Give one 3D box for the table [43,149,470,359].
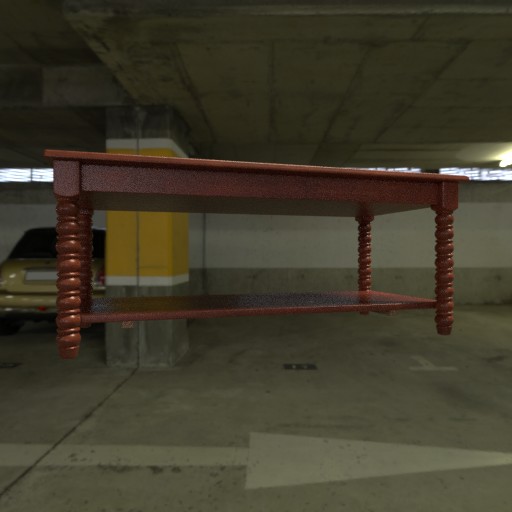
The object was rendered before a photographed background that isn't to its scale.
[{"bbox_3d":[0.000,0.000,1.436,1.171,0.485,0.580,0,0,-17],"label":"table"}]
